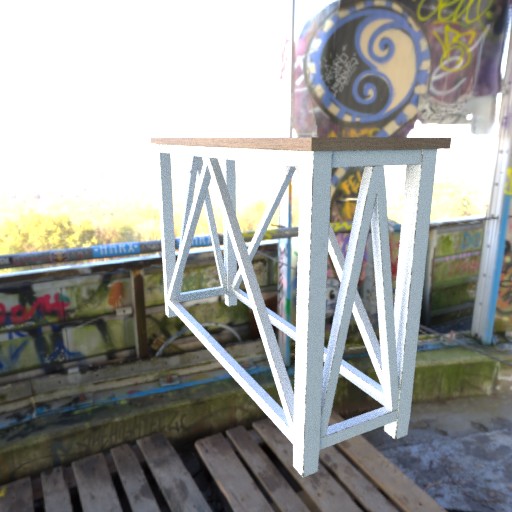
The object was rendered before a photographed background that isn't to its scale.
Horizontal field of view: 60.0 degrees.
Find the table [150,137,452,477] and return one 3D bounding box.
[{"bbox_3d":[0.000,0.000,1.801,0.450,0.930,1.400,-8,17,-26],"label":"table"}]
